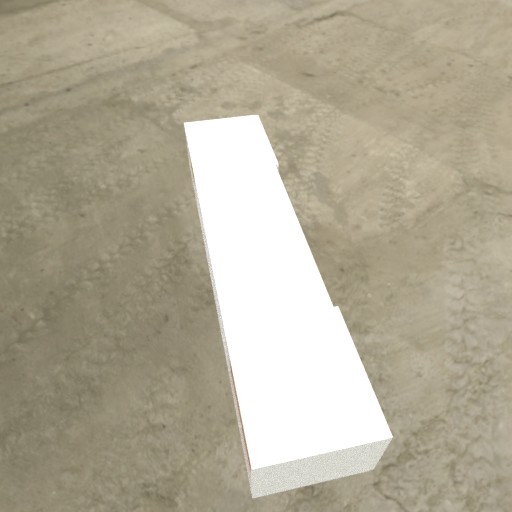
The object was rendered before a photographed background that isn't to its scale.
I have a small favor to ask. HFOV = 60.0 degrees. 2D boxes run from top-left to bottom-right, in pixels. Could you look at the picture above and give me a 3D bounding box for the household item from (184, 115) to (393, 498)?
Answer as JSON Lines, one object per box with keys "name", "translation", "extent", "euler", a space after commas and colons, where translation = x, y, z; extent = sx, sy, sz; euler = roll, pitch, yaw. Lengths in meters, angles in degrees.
{"name": "household item", "translation": [0.000, 0.000, 1.985], "extent": [0.420, 0.310, 1.850], "euler": [-9, 48, -8]}
